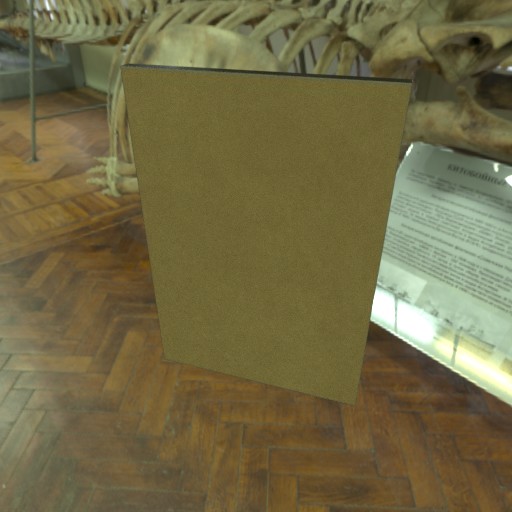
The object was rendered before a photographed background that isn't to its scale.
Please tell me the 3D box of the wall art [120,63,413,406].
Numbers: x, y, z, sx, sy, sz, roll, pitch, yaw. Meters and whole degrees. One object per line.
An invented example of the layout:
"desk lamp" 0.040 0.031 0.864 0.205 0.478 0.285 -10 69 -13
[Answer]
"wall art" 0.000 0.000 0.585 0.314 0.455 0.019 10 33 15
